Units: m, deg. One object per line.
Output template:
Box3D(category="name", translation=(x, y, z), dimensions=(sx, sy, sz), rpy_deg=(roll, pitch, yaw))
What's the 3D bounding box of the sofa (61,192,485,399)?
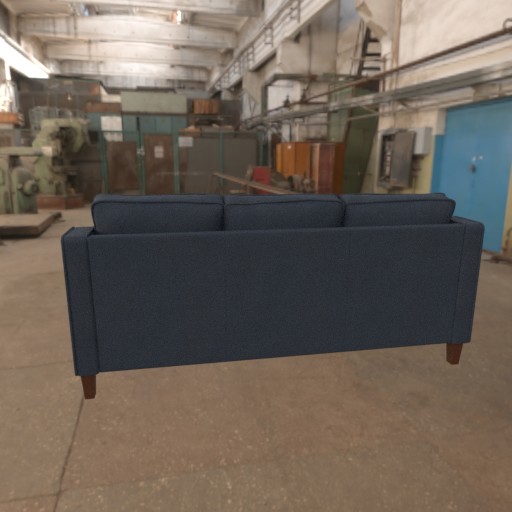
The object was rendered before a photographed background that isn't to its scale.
Box3D(category="sofa", translation=(0.000, 0.000, 3.281), dimensions=(2.317, 1.066, 1.858), rpy_deg=(-2, 13, -10))
